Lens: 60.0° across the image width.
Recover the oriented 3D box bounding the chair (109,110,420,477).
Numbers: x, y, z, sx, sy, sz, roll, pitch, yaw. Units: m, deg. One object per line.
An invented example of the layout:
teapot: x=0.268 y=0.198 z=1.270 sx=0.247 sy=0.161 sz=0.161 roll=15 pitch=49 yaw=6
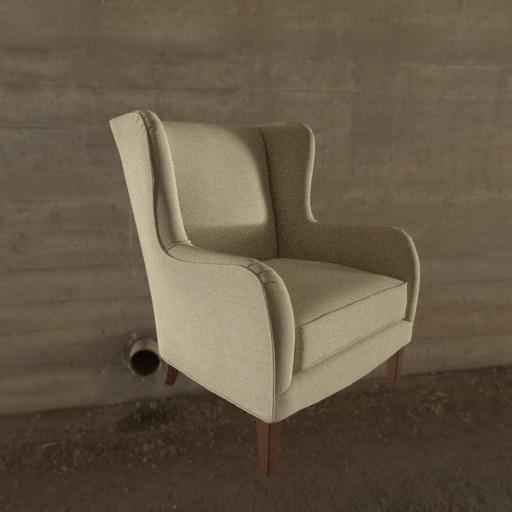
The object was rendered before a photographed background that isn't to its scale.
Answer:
chair: x=0.000 y=0.000 z=1.696 sx=0.838 sy=1.040 sz=0.966 roll=-12 pitch=18 yaw=-43
